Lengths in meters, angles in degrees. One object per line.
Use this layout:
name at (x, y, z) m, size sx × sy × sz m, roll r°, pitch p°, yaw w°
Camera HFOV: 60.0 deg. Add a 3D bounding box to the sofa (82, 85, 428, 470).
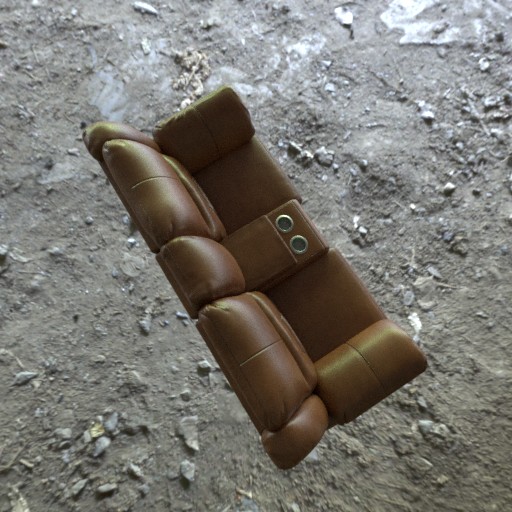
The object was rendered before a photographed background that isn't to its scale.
sofa at (0.000, 0.000, 2.581) m, size 0.991 × 1.043 × 2.058 m, roll -31°, pitch 77°, yaw -8°
